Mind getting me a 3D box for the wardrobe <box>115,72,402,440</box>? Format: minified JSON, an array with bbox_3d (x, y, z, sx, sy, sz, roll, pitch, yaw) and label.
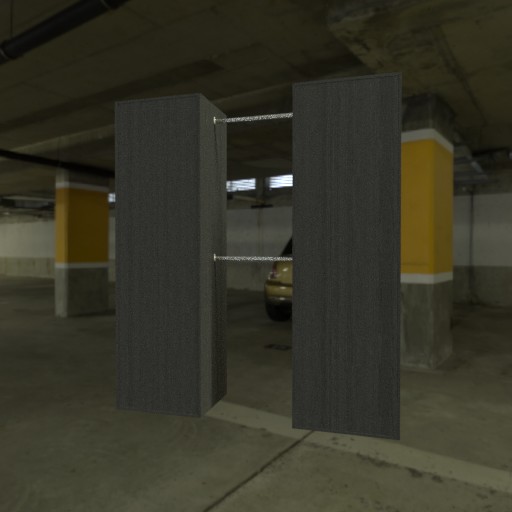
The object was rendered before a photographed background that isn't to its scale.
[{"bbox_3d":[0.000,0.000,2.879,1.770,2.000,0.480,0,1,16],"label":"wardrobe"}]
